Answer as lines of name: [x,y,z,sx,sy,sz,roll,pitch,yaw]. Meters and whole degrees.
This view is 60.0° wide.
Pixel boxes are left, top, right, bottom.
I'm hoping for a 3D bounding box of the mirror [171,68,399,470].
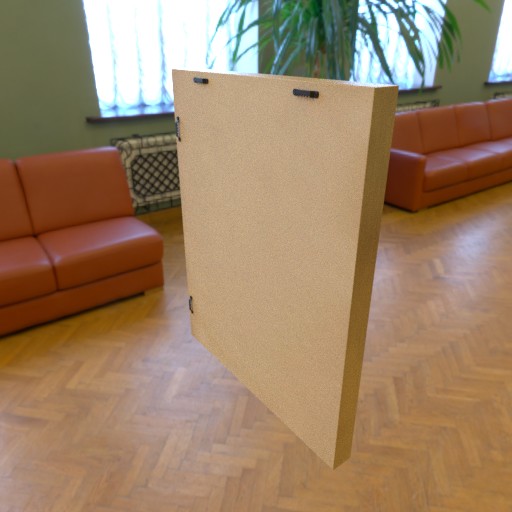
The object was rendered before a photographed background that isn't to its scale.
mirror: [0.000,0.000,0.671,0.041,0.509,0.406,-18,31,-33]
